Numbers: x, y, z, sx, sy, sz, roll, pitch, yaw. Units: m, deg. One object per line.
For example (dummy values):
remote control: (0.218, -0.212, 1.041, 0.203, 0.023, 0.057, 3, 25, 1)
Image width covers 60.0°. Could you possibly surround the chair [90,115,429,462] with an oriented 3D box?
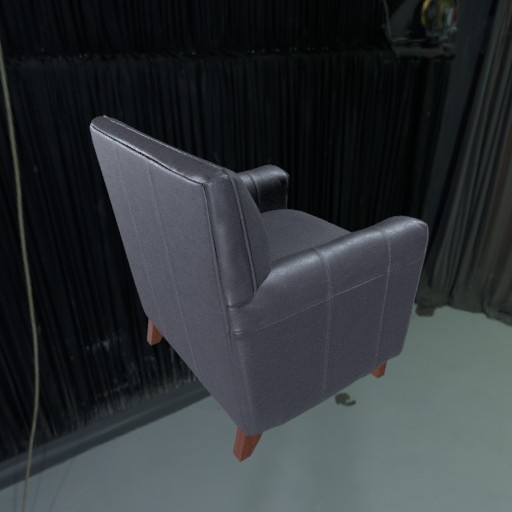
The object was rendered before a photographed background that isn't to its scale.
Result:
chair: (0.000, 0.000, 1.597, 0.825, 0.943, 0.870, -18, 32, -31)
